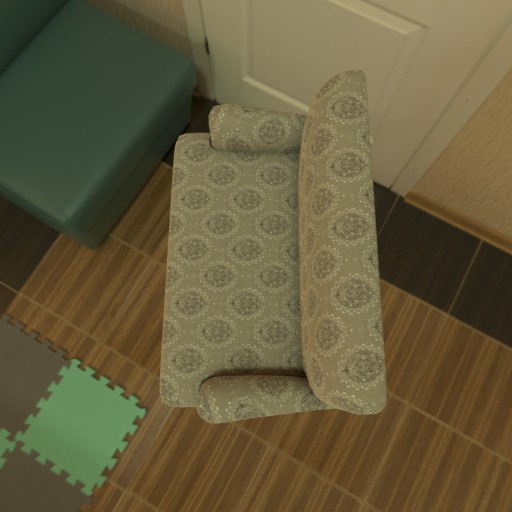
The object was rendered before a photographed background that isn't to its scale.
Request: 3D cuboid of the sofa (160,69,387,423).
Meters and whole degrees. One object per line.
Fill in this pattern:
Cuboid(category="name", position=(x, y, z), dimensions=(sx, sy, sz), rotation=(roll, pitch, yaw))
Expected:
Cuboid(category="sofa", position=(0.000, 0.000, 1.849), dimensions=(0.779, 0.889, 1.297), rotation=(0, 75, 0))
